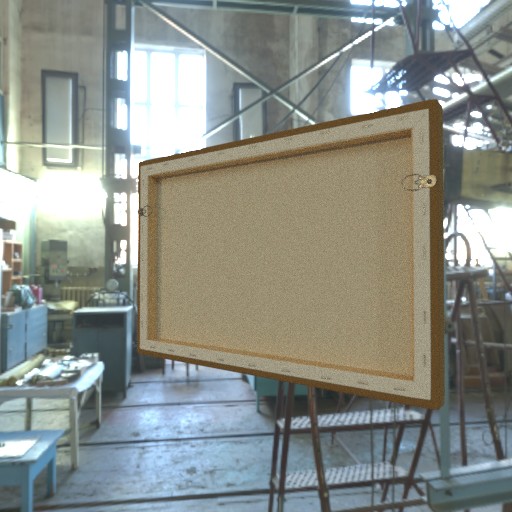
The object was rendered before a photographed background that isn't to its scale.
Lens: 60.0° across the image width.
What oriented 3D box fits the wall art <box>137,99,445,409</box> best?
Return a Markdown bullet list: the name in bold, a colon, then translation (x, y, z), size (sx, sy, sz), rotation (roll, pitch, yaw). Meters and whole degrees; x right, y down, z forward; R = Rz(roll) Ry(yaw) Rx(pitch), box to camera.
- **wall art**: translation (0.000, 0.000, 0.478), size (0.380, 0.254, 0.019), rotation (-1, -1, 37)
